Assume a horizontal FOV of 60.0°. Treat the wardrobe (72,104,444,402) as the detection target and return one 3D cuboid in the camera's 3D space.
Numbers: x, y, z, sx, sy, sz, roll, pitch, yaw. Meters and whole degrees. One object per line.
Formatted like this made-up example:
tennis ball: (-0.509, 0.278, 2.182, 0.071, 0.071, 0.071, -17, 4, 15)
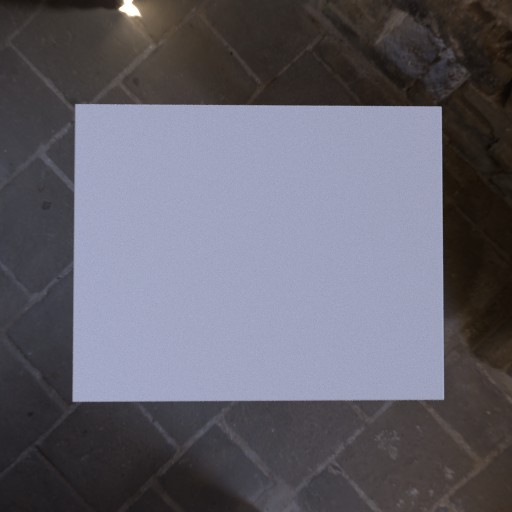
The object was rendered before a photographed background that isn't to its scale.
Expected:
wardrobe: (0.000, 0.000, 0.859, 0.500, 0.520, 0.400, 0, 89, -1)
